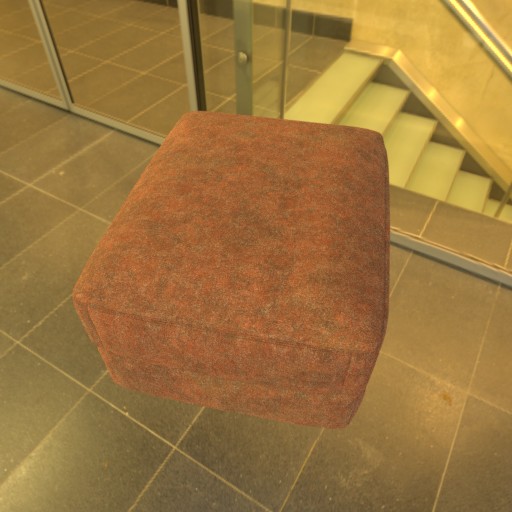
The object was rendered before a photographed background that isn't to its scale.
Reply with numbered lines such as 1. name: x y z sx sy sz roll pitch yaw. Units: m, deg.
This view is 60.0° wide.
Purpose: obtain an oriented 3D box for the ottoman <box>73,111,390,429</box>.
1. ottoman: 0.000 0.000 1.177 0.635 0.508 0.787 8 47 8
